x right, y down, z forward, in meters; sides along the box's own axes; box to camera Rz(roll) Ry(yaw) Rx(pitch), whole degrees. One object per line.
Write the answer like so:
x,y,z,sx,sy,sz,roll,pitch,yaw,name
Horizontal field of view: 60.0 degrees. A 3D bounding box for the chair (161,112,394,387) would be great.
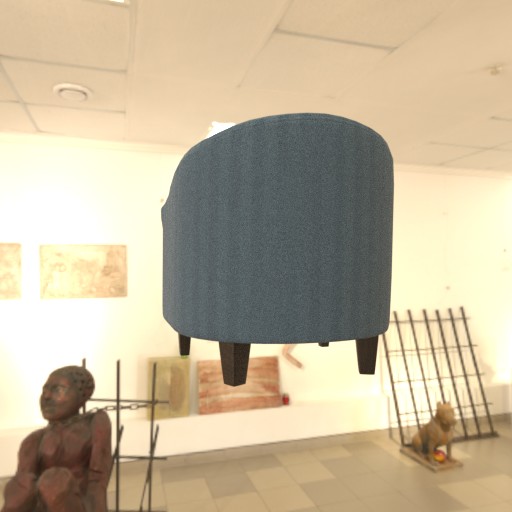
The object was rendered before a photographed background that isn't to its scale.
0.000,0.000,1.801,0.756,0.757,1.288,0,-1,-18,chair
